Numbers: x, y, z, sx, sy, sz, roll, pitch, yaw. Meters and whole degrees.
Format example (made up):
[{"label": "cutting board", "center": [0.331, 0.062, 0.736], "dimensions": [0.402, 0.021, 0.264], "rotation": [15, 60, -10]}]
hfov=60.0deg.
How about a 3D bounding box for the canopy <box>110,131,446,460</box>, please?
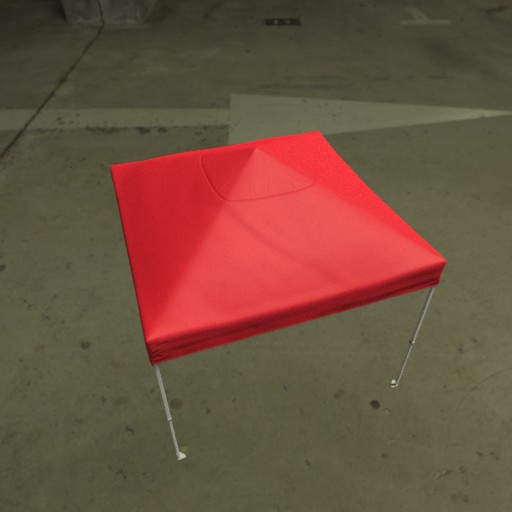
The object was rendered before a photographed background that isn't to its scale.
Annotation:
[{"label": "canopy", "center": [0.000, 0.000, 5.560], "dimensions": [2.996, 2.997, 2.998], "rotation": [-13, 44, -14]}]
